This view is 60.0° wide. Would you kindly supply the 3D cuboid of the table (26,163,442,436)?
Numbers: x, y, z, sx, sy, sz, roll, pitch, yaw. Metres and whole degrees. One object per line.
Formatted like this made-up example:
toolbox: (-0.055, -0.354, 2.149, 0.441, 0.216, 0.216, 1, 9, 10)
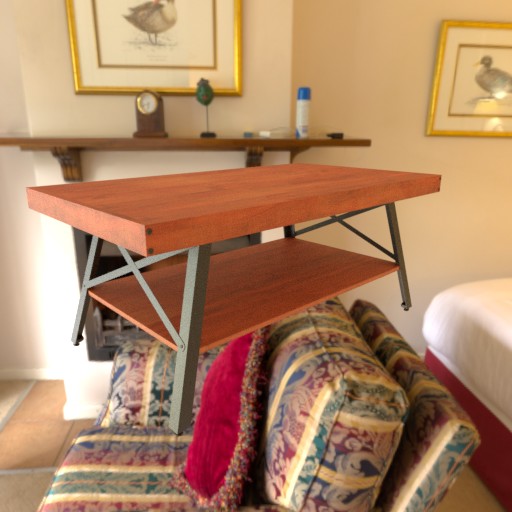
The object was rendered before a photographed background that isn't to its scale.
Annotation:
table: (0.000, 0.000, 1.351, 1.067, 0.457, 0.610, -15, 22, -41)
